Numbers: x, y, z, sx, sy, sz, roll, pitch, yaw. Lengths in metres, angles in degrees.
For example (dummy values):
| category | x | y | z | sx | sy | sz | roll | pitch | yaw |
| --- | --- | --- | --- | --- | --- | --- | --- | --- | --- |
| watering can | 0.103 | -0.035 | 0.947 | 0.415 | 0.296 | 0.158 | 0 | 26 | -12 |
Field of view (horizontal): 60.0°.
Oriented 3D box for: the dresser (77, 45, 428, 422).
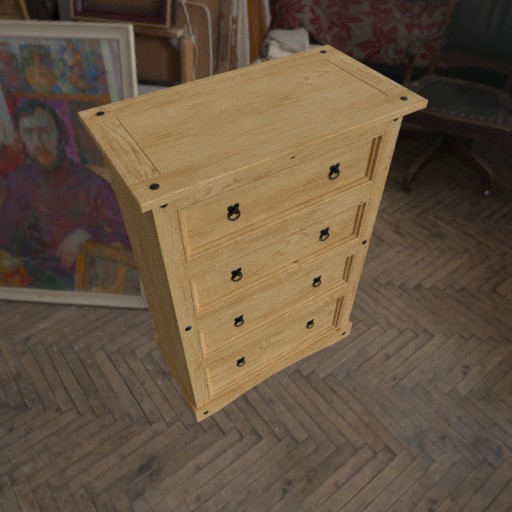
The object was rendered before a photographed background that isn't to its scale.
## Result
| category | x | y | z | sx | sy | sz | roll | pitch | yaw |
| --- | --- | --- | --- | --- | --- | --- | --- | --- | --- |
| dresser | 0.000 | 0.000 | 1.775 | 0.915 | 1.300 | 0.485 | -24 | 52 | -21 |
